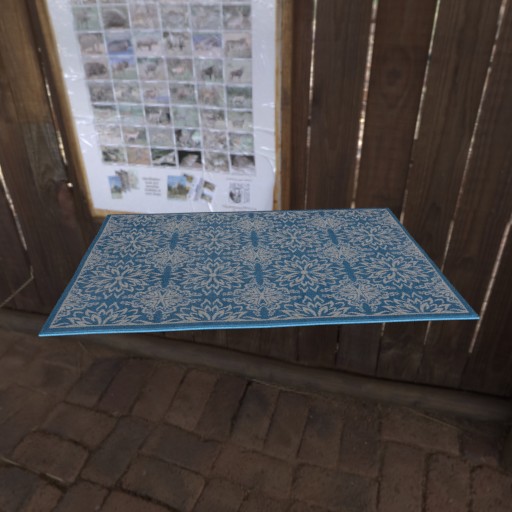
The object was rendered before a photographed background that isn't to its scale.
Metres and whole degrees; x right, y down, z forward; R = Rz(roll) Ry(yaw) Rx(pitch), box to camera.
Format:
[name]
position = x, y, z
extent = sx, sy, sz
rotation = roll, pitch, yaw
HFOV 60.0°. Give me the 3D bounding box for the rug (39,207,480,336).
[rug]
position = 0.000, 0.000, 3.571
extent = 2.769, 0.018, 1.830
rotation = -2, 29, -3
